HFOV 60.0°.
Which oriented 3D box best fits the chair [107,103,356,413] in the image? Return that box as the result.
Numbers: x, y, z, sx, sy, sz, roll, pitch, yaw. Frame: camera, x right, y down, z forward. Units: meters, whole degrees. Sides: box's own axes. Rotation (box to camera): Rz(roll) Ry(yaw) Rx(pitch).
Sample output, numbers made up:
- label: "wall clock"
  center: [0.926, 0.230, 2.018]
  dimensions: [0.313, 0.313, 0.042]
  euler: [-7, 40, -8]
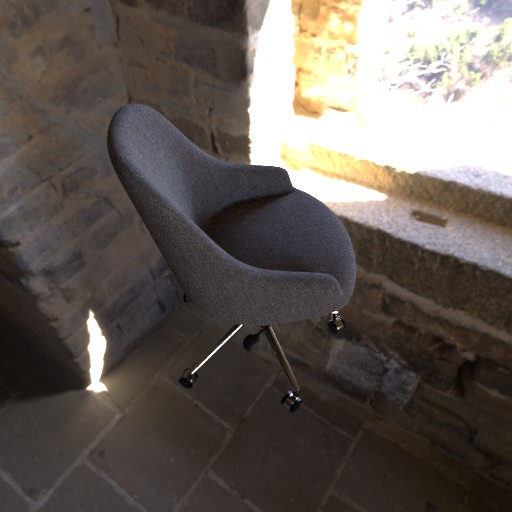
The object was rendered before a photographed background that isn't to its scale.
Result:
- label: "chair"
  center: [0.000, 0.000, 1.418]
  dimensions: [0.712, 0.950, 0.671]
  euler: [-9, 47, -8]
